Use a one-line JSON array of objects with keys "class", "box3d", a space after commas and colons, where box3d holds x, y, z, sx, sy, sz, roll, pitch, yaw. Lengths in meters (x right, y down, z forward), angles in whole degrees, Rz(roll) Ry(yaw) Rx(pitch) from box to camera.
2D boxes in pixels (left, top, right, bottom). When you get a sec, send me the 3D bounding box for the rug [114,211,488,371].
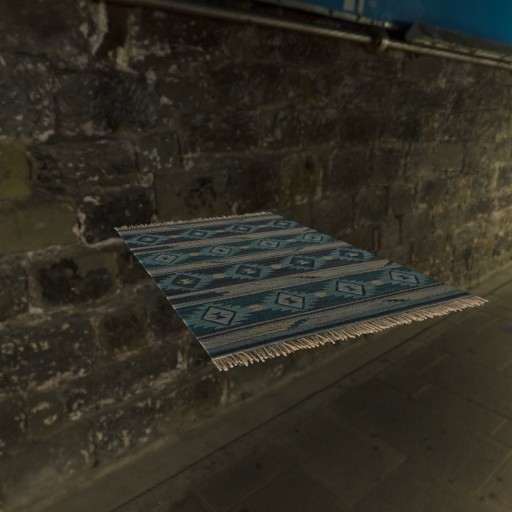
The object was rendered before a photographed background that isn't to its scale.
[{"class": "rug", "box3d": [0.000, 0.000, 2.390, 1.181, 0.028, 1.936, -8, 20, -24]}]
